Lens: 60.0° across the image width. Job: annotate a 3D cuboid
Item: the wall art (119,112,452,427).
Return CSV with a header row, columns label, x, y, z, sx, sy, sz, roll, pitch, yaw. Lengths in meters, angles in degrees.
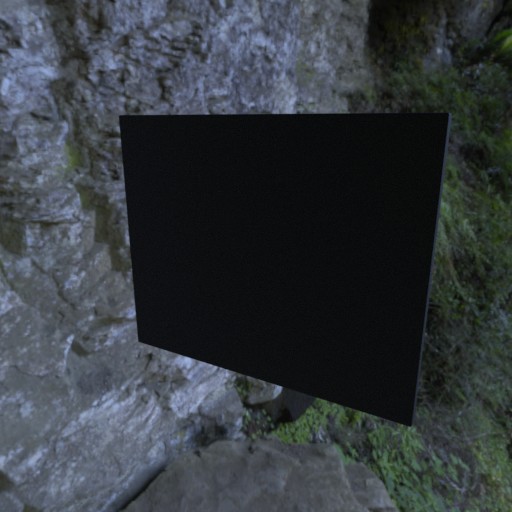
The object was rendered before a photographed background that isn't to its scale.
label,x,y,z,sx,sy,sz,roll,pitch,yaw
wall art,0.000,0.000,0.749,0.558,0.457,0.031,9,19,28
